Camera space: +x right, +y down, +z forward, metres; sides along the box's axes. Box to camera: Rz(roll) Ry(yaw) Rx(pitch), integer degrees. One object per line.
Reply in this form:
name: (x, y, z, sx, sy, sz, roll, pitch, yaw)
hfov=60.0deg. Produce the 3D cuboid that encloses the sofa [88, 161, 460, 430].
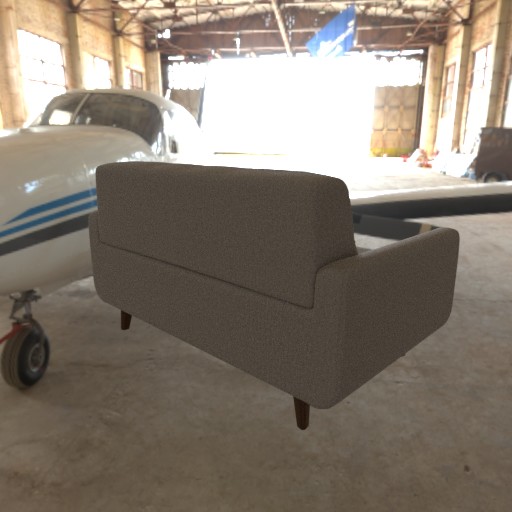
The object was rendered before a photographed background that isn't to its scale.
sofa: (0.000, 0.000, 2.230, 1.651, 0.925, 0.952, 14, 20, 42)
